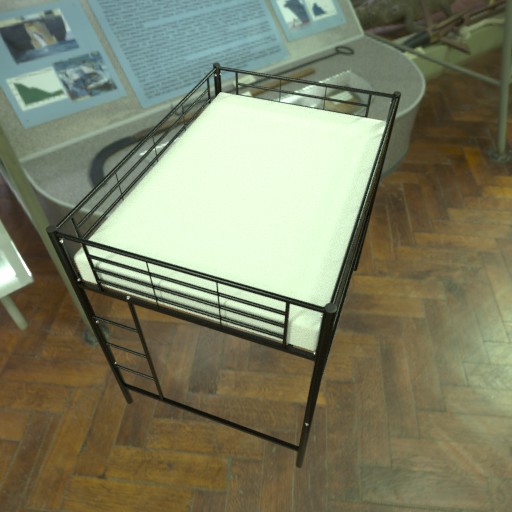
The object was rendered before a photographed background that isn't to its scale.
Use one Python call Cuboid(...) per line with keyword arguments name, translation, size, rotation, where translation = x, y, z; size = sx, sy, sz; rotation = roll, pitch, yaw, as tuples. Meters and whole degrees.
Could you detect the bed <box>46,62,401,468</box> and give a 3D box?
Cuboid(name="bed", translation=(0.000, 0.000, 3.208), size=(1.397, 1.803, 1.994), rotation=(15, 48, 14))
